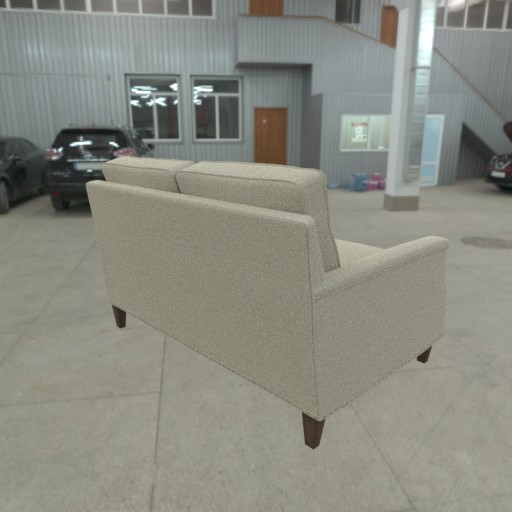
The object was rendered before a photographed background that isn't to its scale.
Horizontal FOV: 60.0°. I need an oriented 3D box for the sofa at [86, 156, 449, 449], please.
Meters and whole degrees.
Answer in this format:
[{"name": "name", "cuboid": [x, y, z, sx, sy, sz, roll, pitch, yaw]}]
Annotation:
[{"name": "sofa", "cuboid": [0.000, 0.000, 2.273, 1.084, 1.003, 1.597, -15, 22, -42]}]
